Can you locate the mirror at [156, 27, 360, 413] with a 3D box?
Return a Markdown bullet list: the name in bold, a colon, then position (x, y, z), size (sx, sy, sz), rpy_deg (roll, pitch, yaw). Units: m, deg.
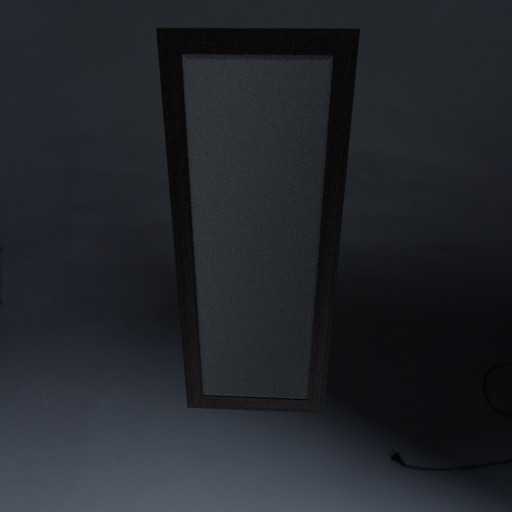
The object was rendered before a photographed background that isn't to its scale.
- **mirror**: position (0.000, 0.000, 2.214), size (0.812, 2.020, 0.221), rpy_deg (2, 31, 3)
